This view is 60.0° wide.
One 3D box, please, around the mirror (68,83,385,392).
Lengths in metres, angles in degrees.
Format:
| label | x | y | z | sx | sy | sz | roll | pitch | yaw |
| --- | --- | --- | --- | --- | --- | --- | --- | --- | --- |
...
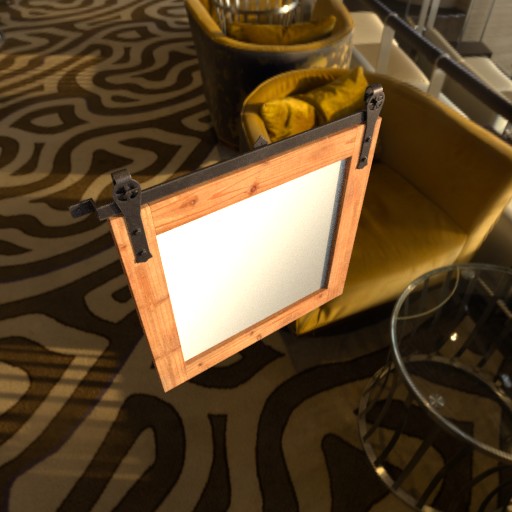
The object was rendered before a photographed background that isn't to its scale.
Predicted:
| label | x | y | z | sx | sy | sz | roll | pitch | yaw |
| --- | --- | --- | --- | --- | --- | --- | --- | --- | --- |
| mirror | 0.000 | 0.000 | 1.213 | 0.805 | 0.800 | 0.054 | -25 | 52 | -22 |
